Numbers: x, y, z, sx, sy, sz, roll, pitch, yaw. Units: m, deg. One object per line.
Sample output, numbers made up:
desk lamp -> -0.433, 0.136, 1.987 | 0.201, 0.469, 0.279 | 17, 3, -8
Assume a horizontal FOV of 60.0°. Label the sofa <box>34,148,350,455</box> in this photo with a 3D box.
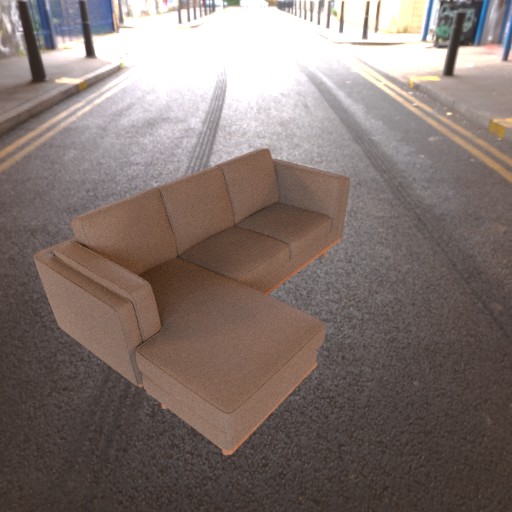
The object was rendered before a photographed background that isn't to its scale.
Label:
sofa -> 0.000, 0.000, 3.180 | 1.604, 0.929, 2.411 | 22, 37, 33
